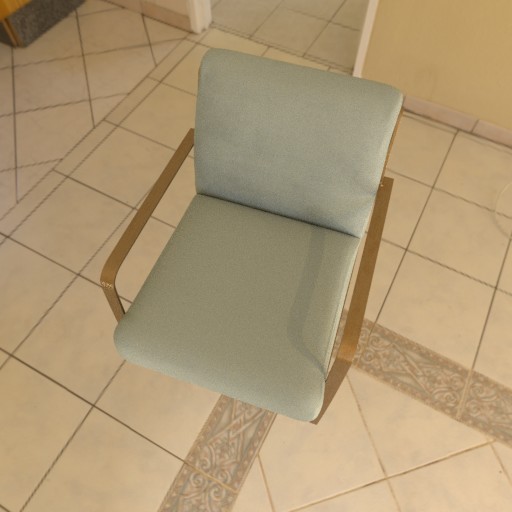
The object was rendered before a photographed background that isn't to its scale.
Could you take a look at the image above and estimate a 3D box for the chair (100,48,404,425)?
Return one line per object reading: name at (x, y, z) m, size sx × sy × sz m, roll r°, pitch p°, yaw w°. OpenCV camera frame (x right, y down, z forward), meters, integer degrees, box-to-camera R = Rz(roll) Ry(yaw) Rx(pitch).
chair at (0.000, 0.000, 1.422) m, size 0.701 × 0.824 × 0.842 m, roll 16°, pitch 61°, yaw 9°
